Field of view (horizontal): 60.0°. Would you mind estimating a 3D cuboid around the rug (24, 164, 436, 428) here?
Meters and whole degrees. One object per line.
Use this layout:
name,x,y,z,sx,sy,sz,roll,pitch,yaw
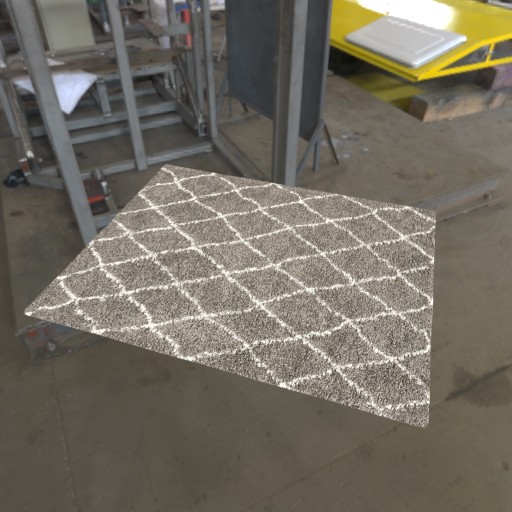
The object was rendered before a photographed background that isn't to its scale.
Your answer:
rug,0.000,0.000,3.980,3.047,0.029,2.438,12,42,14
